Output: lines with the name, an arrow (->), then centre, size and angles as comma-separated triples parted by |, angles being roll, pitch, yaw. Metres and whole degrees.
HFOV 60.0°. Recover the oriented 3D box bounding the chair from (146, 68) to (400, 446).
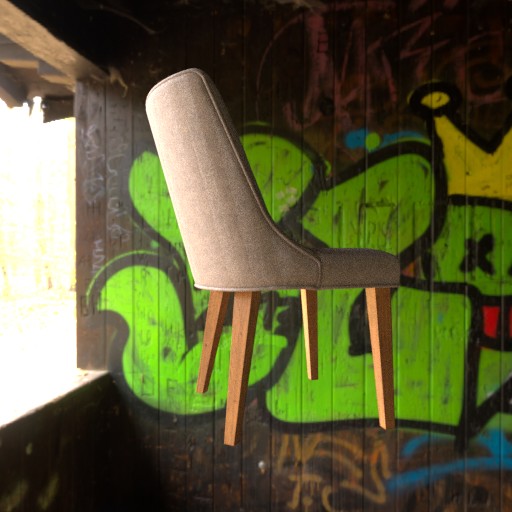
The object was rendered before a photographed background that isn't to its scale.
chair -> 0.000, 0.000, 1.324 | 0.636, 0.916, 0.548 | 0, 1, -17
